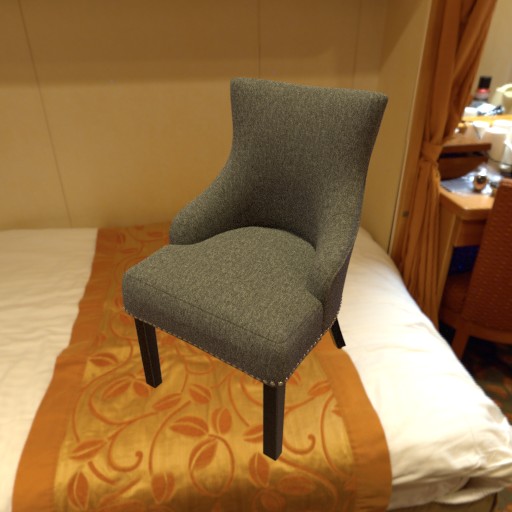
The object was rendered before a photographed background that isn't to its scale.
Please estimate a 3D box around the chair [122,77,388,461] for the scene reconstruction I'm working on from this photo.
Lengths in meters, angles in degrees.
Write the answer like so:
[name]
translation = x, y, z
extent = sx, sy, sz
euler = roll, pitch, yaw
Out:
[chair]
translation = 0.000, 0.000, 1.326
extent = 0.566, 0.909, 0.629
euler = 19, 35, 29
